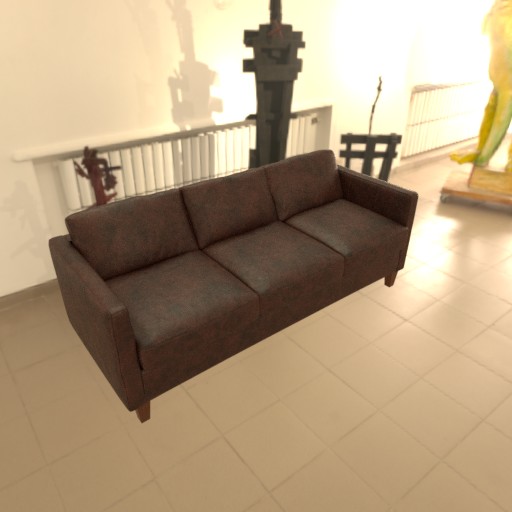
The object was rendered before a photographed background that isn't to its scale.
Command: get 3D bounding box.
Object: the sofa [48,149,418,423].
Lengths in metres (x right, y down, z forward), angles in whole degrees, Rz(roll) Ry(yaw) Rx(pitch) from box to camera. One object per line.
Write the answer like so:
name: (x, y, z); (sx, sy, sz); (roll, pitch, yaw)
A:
sofa: (0.000, 0.000, 3.164); (2.464, 1.006, 1.045); (-21, 36, -32)
